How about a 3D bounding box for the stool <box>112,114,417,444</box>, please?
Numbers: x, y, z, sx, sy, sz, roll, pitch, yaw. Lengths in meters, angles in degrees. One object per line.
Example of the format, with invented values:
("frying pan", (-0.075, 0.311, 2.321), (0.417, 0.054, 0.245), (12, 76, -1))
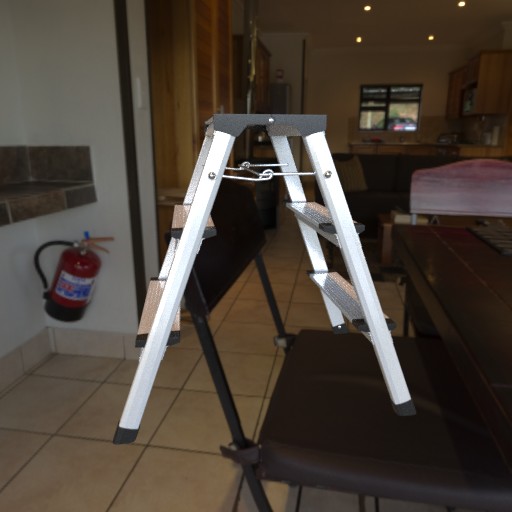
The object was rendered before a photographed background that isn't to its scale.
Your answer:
("stool", (0.000, 0.000, 1.020), (0.622, 0.605, 0.437), (-2, 15, -9))
